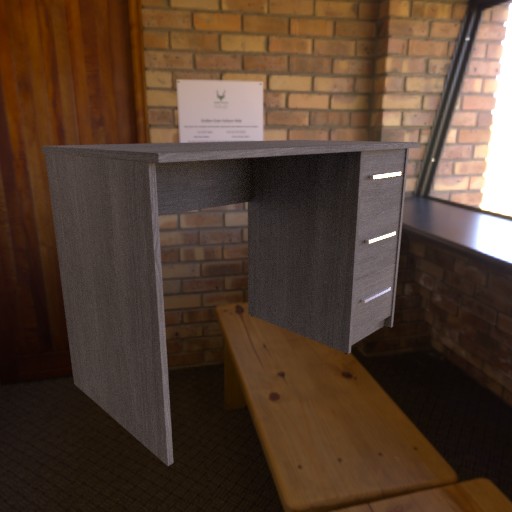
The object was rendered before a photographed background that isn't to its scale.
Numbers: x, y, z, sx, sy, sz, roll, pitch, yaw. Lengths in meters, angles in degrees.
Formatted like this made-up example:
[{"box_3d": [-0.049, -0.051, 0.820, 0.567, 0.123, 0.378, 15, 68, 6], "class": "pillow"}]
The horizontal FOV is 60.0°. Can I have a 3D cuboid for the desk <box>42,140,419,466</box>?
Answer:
[{"box_3d": [0.000, 0.000, 1.498, 0.560, 0.735, 1.097, 15, 22, 42], "class": "desk"}]
